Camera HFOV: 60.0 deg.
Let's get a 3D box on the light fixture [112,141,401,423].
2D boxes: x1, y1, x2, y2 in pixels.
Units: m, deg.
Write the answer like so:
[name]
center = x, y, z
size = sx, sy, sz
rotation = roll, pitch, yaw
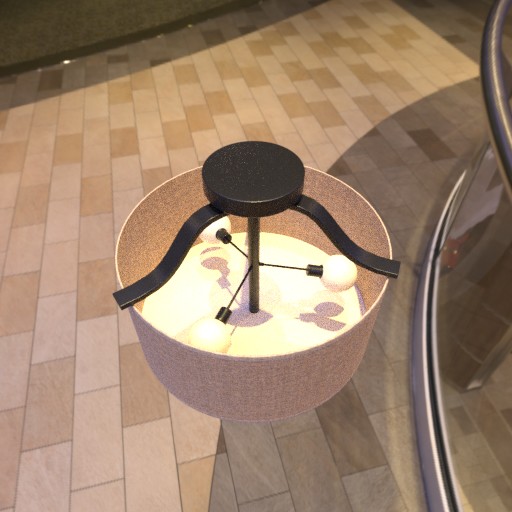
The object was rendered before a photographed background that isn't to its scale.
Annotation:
[light fixture]
center = 0.000, 0.000, 0.649
size = 0.390, 0.306, 0.390
rotation = 0, 47, 0
